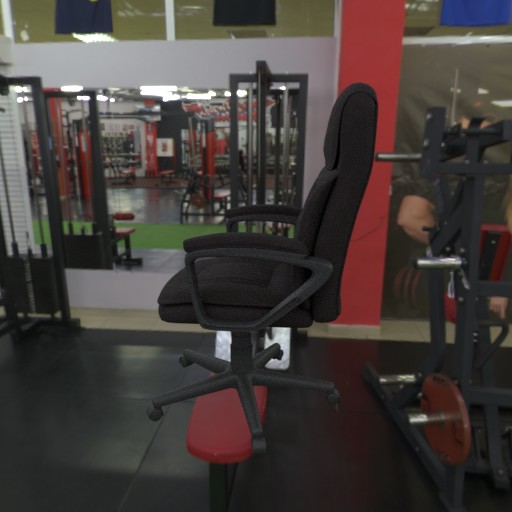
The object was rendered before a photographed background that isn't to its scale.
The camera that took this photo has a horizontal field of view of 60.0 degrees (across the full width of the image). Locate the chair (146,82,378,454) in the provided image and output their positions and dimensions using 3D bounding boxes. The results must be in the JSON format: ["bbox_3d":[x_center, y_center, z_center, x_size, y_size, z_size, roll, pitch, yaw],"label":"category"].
[{"bbox_3d":[0.000,0.000,1.545,0.724,1.105,0.667,2,15,8],"label":"chair"}]
